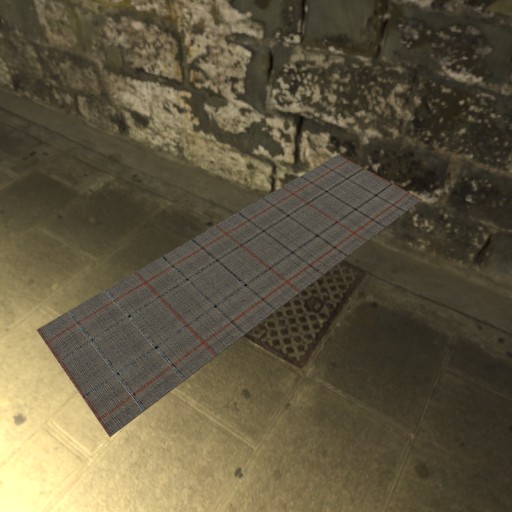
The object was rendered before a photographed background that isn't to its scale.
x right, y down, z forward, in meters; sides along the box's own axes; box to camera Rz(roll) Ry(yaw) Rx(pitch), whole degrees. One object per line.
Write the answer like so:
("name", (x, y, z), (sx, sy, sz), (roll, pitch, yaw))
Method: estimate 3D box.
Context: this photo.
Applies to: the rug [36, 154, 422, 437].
("rug", (0.000, 0.000, 2.709), (2.439, 0.008, 0.762), (-33, 55, -28))
